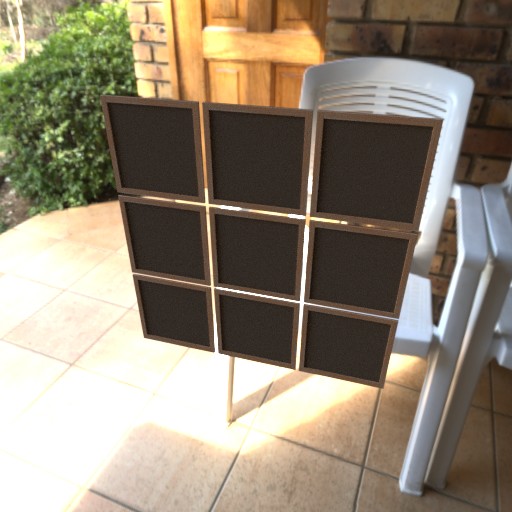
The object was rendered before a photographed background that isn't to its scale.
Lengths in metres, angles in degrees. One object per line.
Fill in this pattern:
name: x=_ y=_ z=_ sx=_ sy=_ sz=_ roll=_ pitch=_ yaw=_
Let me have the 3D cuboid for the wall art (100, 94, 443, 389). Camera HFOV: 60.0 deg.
wall art: x=0.000 y=0.000 z=2.311 sx=1.520 sy=1.525 sz=0.013 roll=9 pitch=33 yaw=14
